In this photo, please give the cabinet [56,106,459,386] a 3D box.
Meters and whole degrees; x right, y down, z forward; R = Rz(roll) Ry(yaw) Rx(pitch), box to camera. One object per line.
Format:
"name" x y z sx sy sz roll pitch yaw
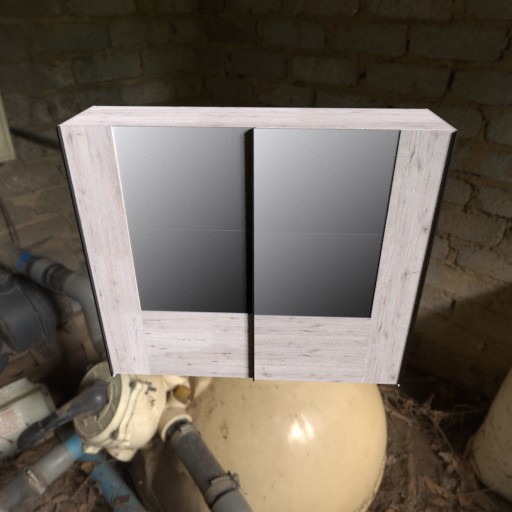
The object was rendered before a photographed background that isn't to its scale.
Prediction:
"cabinet" 0.000 0.000 3.566 2.500 2.180 0.660 1 30 2
